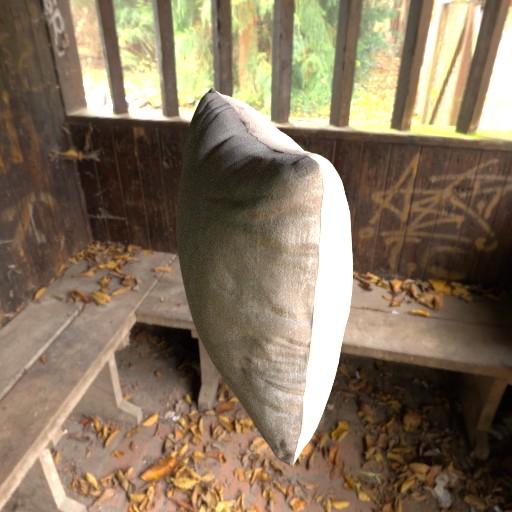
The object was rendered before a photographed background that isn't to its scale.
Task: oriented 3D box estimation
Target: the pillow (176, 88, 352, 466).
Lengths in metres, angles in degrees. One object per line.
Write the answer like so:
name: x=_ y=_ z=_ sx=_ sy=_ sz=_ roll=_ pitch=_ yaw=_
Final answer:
pillow: x=0.000 y=0.000 z=0.711 sx=0.245 sy=0.448 sz=0.450 roll=-8 pitch=31 yaw=-14
